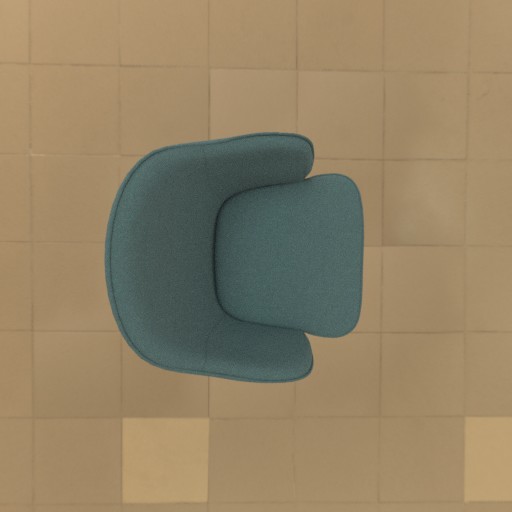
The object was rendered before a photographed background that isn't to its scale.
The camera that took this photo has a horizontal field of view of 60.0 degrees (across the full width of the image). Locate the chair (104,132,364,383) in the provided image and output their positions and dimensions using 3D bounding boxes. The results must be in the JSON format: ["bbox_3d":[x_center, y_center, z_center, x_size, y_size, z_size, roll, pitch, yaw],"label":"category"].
[{"bbox_3d":[0.000,0.000,1.226,0.585,0.815,0.570,0,91,-2],"label":"chair"}]
